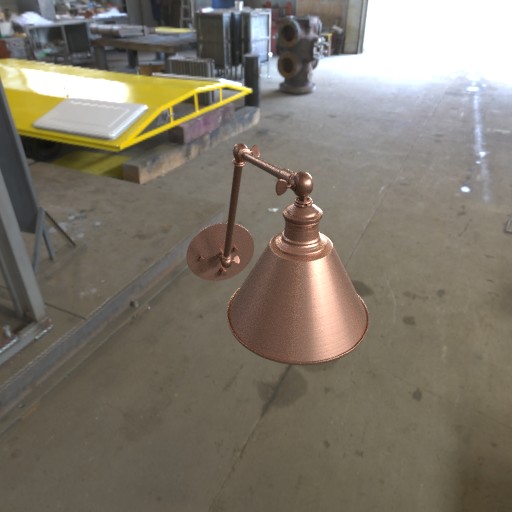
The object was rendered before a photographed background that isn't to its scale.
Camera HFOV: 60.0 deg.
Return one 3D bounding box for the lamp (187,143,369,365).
[{"bbox_3d":[0.000,0.000,0.873,0.223,0.502,0.624,-11,34,-16],"label":"lamp"}]
